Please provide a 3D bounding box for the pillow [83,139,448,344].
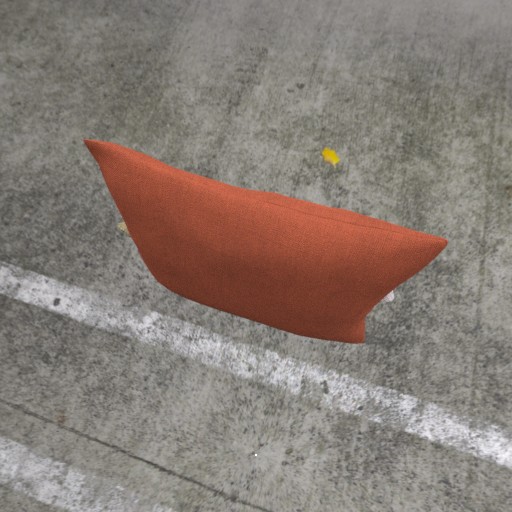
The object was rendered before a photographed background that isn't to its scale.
[{"bbox_3d":[0.000,0.000,0.760,0.490,0.482,0.165,17,67,8],"label":"pillow"}]
